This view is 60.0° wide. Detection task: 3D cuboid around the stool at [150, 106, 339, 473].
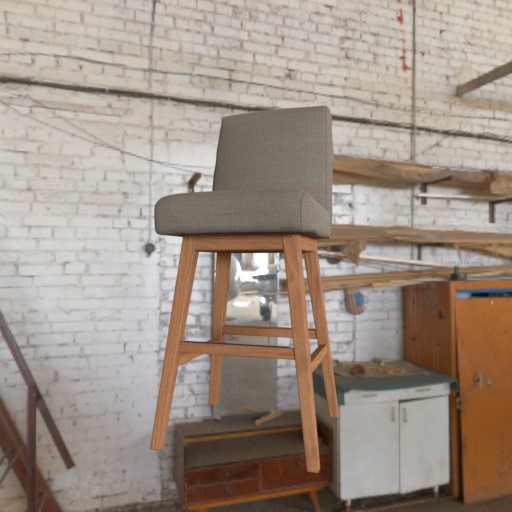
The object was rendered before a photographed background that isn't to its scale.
[{"bbox_3d":[0.000,0.000,1.436,0.483,1.112,0.570,0,-1,17],"label":"stool"}]
